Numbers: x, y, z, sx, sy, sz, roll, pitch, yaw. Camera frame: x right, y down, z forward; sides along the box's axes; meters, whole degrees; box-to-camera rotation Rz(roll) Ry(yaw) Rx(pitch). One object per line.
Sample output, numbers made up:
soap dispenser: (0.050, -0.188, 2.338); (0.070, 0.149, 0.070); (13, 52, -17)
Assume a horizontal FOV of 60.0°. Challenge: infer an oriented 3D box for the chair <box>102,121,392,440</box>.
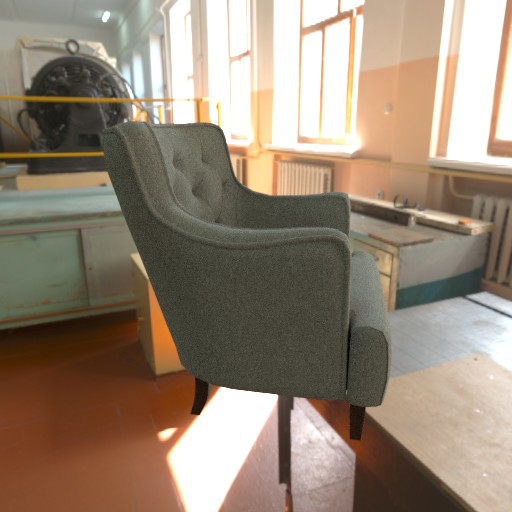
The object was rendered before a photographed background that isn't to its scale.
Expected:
chair: (0.000, 0.000, 1.564); (0.910, 0.920, 0.820); (3, 17, 11)
